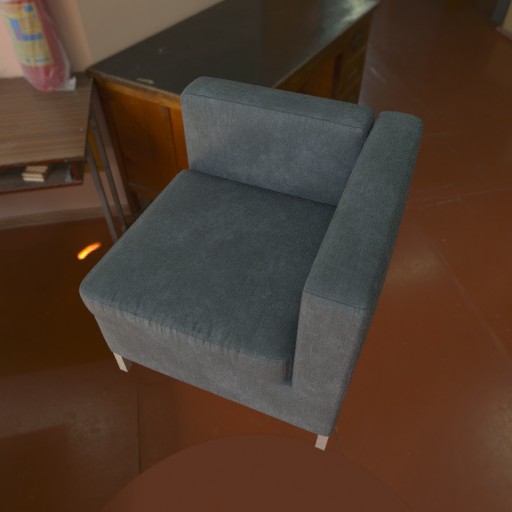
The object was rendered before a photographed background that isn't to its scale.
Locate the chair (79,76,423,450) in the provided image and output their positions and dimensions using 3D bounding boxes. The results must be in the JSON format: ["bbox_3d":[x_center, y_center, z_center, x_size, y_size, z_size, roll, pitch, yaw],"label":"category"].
[{"bbox_3d":[0.000,0.000,1.216,0.680,0.660,0.680,16,49,15],"label":"chair"}]
